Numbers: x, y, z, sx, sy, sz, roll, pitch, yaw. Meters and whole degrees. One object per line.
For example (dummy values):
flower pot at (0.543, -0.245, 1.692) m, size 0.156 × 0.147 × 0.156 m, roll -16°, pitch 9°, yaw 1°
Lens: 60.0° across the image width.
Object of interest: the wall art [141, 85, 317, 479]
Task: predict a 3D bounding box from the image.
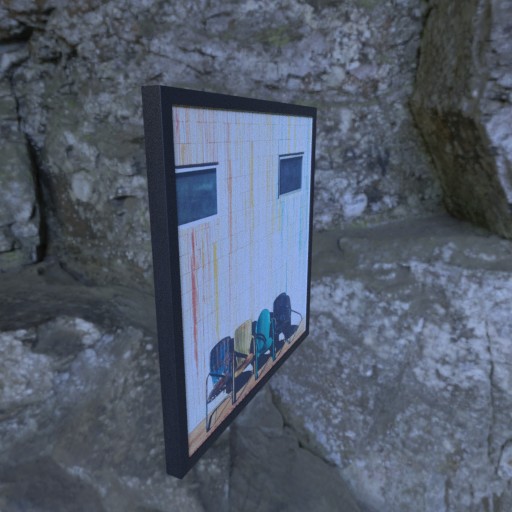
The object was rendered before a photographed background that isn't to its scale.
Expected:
wall art at (0.000, 0.000, 1.147) m, size 0.039 × 0.763 × 0.763 m, roll 8°, pitch 17°, yaw 26°
